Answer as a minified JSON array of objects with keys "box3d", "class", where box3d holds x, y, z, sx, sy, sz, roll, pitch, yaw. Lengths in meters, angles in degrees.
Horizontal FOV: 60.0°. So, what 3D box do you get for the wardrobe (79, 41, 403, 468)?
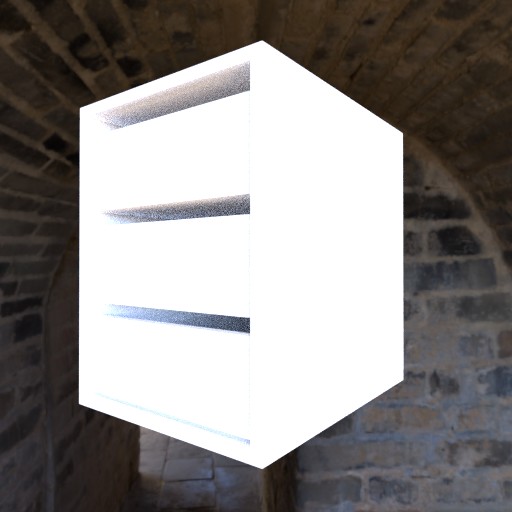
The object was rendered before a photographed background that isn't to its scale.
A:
[{"box3d":[0.000,0.000,0.857,0.400,0.520,0.500,0,-1,37],"class":"wardrobe"}]
